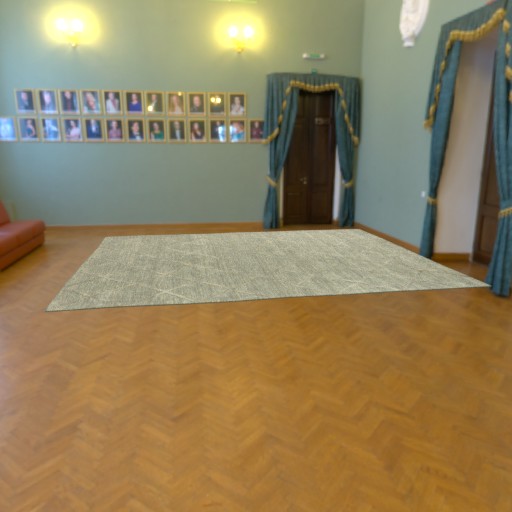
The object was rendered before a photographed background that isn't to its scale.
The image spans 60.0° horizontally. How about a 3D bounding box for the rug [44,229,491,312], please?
[{"bbox_3d":[0.000,0.000,4.085,3.048,0.013,2.438,-2,14,-10],"label":"rug"}]
